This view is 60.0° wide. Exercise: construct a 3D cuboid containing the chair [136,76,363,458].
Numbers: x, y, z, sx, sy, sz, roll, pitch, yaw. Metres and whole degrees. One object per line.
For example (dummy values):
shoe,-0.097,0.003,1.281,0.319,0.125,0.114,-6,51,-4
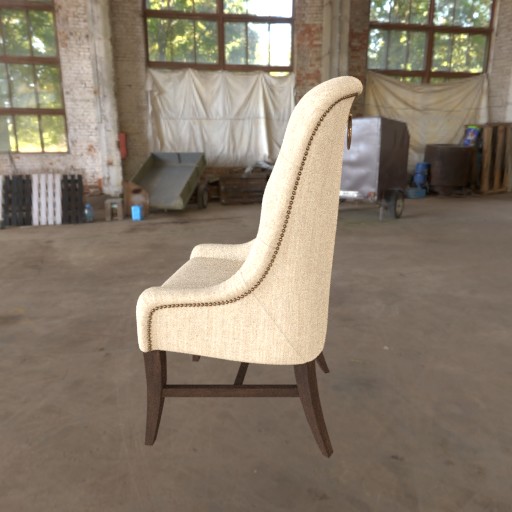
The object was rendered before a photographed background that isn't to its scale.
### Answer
chair,0.000,0.000,1.475,0.629,1.091,0.634,2,15,8
